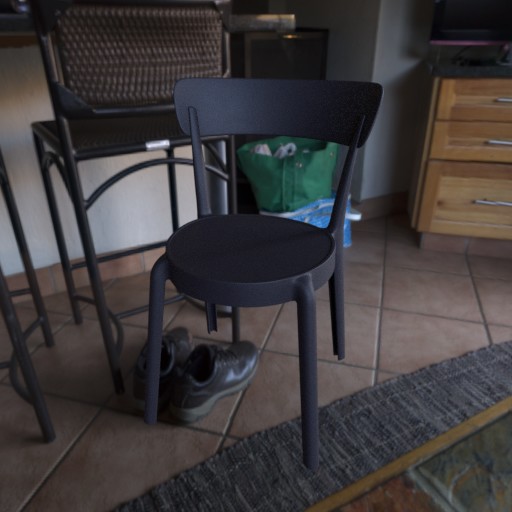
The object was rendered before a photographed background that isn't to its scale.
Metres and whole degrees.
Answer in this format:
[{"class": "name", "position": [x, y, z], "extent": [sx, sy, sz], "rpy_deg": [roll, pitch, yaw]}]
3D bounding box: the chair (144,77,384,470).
[{"class": "chair", "position": [0.000, 0.000, 1.097], "extent": [0.506, 0.790, 0.491], "rpy_deg": [8, 27, 16]}]
